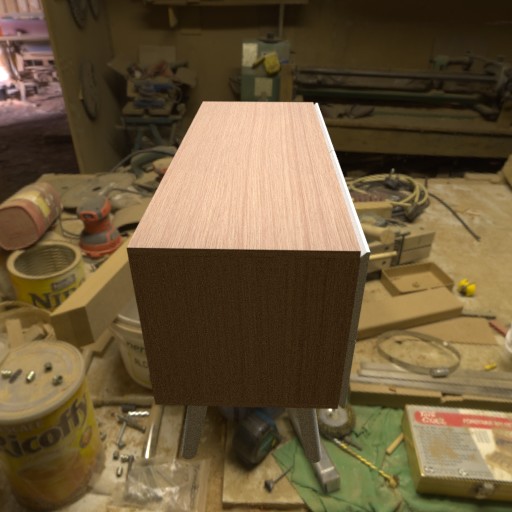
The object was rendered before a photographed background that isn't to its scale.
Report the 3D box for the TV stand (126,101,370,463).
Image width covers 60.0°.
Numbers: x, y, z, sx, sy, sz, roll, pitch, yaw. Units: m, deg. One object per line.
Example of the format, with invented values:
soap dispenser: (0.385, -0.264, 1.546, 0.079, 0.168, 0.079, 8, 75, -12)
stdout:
TV stand: (0.000, 0.000, 1.330, 0.407, 0.660, 0.991, 1, 33, 1)
